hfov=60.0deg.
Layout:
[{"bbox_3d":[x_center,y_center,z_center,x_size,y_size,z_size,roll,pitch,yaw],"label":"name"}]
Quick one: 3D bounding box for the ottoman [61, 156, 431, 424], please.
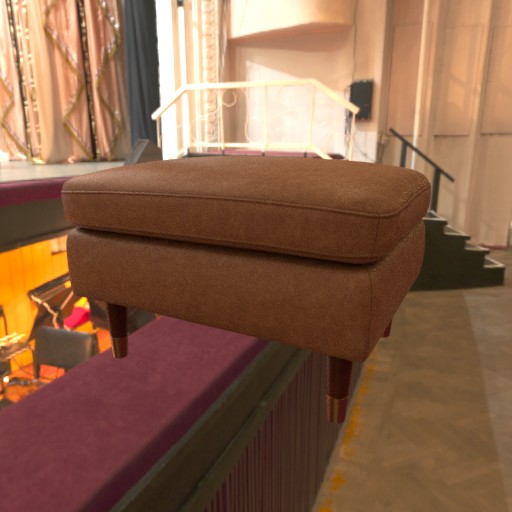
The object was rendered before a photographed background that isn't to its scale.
[{"bbox_3d":[0.000,0.000,1.094,0.747,0.478,0.593,8,17,26],"label":"ottoman"}]
